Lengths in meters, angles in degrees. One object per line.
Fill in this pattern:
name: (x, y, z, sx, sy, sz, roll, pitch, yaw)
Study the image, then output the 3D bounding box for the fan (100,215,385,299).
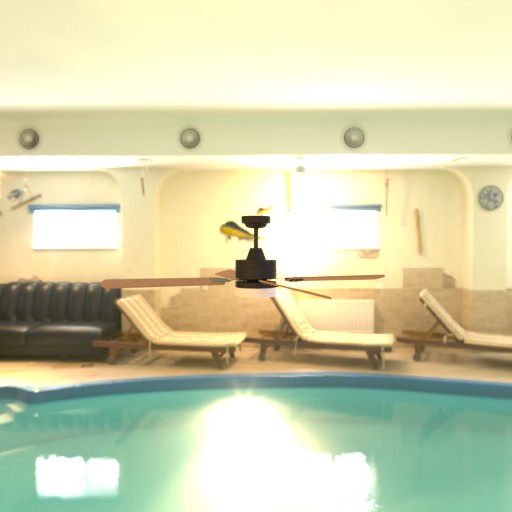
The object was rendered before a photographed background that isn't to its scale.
fan: (0.000, 0.000, 1.987, 1.320, 0.355, 1.320, 0, 1, -18)
